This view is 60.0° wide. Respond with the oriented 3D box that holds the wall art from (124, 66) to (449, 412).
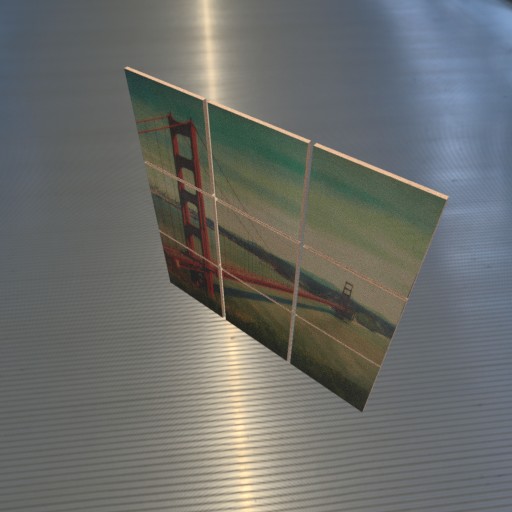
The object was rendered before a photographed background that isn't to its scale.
[{"bbox_3d":[0.000,0.000,1.354,0.917,0.910,0.012,30,53,25],"label":"wall art"}]
